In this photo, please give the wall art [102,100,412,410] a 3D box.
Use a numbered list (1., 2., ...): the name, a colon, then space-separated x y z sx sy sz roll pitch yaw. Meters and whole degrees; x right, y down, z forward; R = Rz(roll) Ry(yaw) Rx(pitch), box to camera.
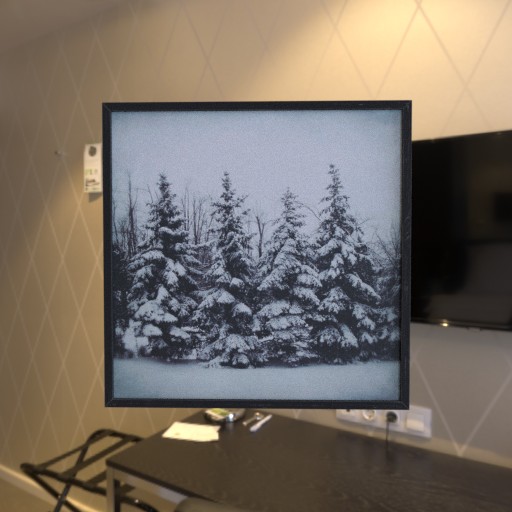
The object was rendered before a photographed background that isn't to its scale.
1. wall art: 0.000 0.000 0.747 0.506 0.506 0.036 0 1 1
